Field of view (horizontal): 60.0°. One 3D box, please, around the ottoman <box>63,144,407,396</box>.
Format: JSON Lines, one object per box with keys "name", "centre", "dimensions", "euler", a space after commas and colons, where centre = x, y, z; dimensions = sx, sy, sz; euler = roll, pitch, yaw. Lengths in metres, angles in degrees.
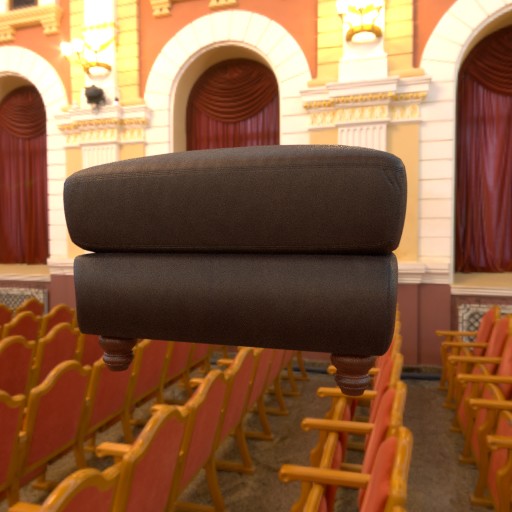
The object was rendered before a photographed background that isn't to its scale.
{"name": "ottoman", "centre": [0.000, 0.000, 1.262], "dimensions": [0.806, 0.569, 0.670], "euler": [1, 2, 17]}
